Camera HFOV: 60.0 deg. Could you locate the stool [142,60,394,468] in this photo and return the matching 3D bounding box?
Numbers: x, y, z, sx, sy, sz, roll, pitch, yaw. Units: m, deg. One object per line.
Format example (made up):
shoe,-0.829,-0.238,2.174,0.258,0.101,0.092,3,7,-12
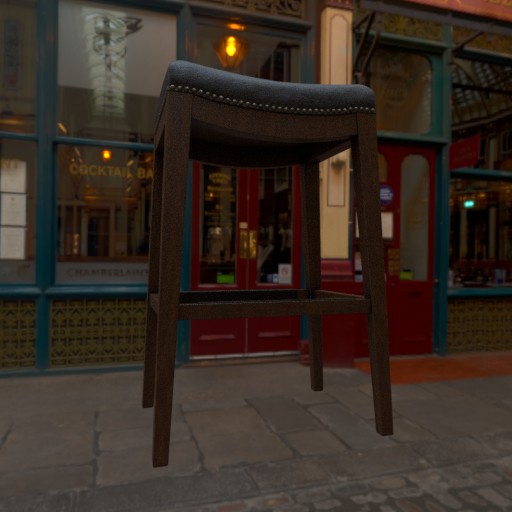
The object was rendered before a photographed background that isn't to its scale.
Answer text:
stool,0.000,0.000,1.043,0.500,0.765,0.361,0,-1,-17
